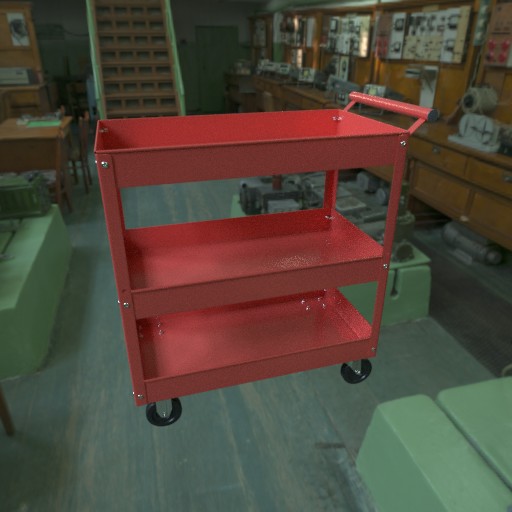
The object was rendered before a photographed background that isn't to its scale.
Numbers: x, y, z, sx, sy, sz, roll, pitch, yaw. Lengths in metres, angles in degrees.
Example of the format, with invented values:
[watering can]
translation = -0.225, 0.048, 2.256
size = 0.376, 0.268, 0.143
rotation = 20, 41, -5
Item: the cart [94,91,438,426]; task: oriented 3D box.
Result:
[cart]
translation = 0.000, 0.000, 1.195
size = 0.719, 0.780, 0.366
rotation = -8, 27, -15
